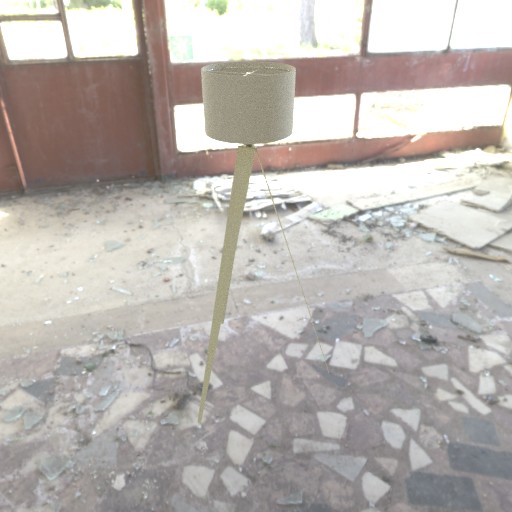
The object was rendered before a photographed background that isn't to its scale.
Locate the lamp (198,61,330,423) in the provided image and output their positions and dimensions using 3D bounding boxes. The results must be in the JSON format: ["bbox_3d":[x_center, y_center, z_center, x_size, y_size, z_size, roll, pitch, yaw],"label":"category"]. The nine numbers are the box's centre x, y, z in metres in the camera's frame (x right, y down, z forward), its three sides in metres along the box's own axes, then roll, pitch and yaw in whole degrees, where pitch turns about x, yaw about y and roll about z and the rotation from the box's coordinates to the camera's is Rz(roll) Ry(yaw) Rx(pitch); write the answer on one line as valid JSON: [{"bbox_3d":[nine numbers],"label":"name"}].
[{"bbox_3d":[0.000,0.000,1.959,0.724,1.524,0.716,11,33,18],"label":"lamp"}]
